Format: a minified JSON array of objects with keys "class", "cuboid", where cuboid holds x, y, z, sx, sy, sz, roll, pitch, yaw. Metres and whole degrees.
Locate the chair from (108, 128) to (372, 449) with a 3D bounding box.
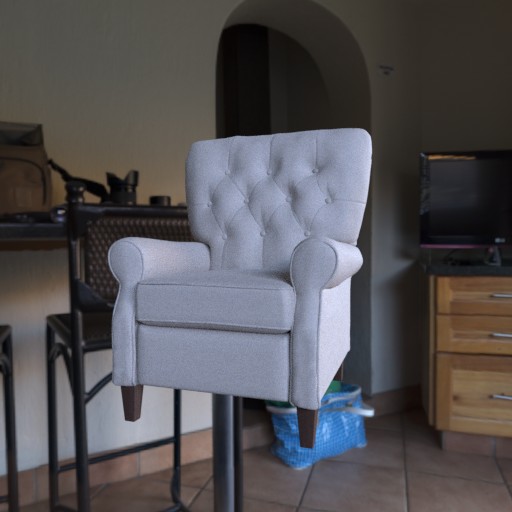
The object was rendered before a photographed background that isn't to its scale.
[{"class":"chair","cuboid":[0.000,0.000,1.949,0.942,1.209,1.025,1,2,19]}]
